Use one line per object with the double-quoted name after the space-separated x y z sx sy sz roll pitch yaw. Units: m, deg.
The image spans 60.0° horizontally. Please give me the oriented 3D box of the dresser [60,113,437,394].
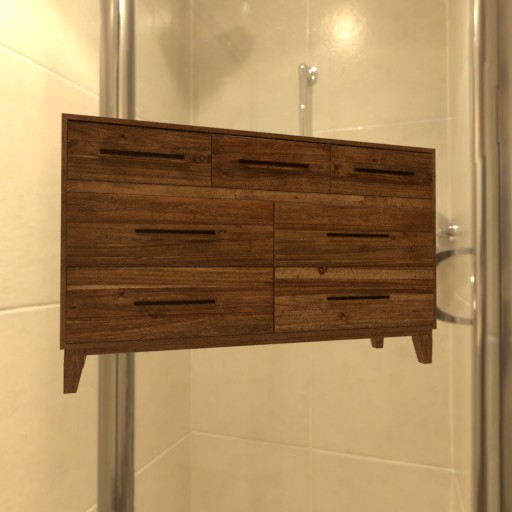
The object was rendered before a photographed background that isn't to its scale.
0.000 0.000 1.778 1.400 0.873 0.446 0 -1 -18 "dresser"
